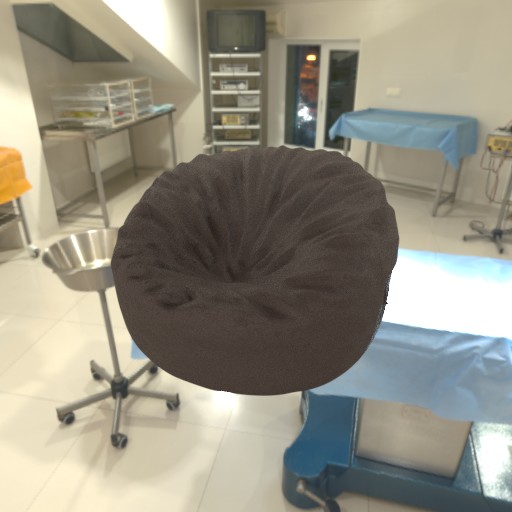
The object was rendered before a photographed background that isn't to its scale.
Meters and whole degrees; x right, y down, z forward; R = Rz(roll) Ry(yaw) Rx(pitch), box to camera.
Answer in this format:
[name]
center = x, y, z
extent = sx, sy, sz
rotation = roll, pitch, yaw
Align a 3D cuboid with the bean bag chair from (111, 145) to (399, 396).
[bean bag chair]
center = 0.000, 0.000, 2.046
extent = 1.245, 0.821, 1.245
rotation = 0, 26, 0
